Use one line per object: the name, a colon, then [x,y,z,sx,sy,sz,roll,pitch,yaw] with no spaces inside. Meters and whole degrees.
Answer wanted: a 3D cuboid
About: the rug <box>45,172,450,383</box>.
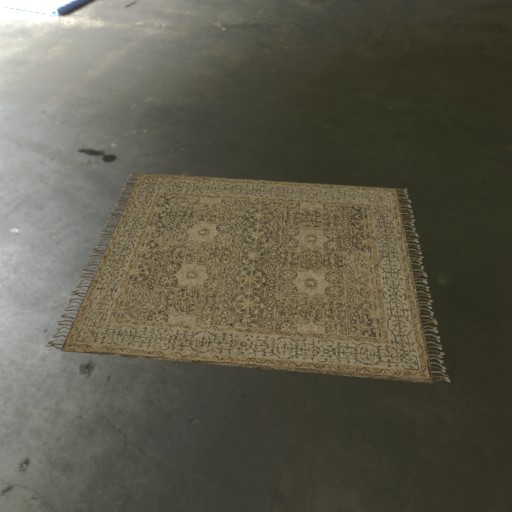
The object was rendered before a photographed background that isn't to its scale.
rug: [0.000,0.000,4.385,3.291,0.017,2.431,4,47,4]
